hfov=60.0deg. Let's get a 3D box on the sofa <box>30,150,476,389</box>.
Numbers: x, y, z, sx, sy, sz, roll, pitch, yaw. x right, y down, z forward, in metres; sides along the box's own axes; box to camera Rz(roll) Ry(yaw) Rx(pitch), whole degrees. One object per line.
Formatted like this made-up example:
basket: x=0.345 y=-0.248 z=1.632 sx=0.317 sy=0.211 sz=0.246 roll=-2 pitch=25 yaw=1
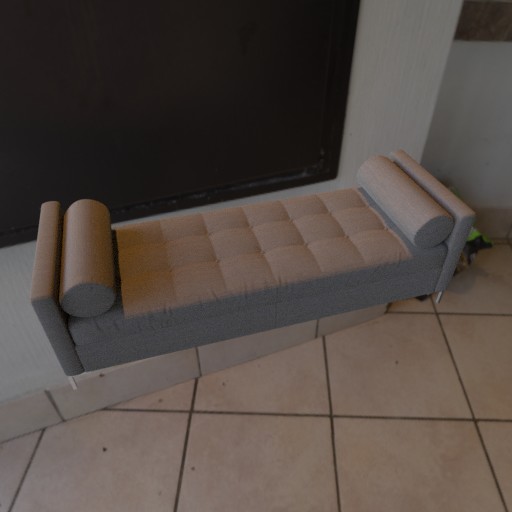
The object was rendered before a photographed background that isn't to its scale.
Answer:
sofa: x=0.000 y=0.000 z=2.315 sx=1.981 sy=0.635 sz=0.686 roll=-11 pitch=42 yaw=-12
